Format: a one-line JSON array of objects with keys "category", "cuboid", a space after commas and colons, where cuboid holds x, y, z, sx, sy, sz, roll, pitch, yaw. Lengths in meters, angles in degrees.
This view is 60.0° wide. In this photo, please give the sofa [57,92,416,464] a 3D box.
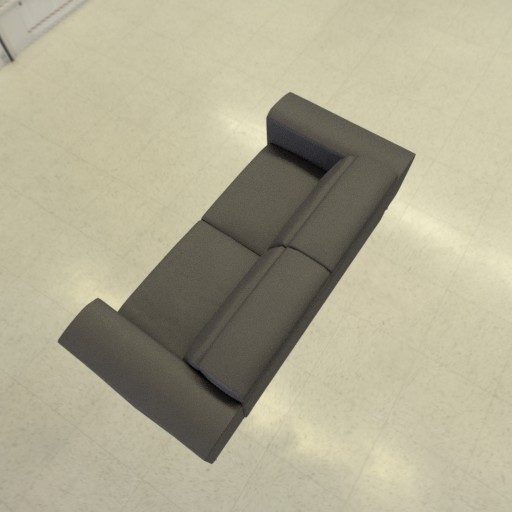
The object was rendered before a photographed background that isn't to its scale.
[{"category": "sofa", "cuboid": [0.000, 0.000, 2.903, 1.048, 0.814, 2.330, 32, 67, 15]}]
